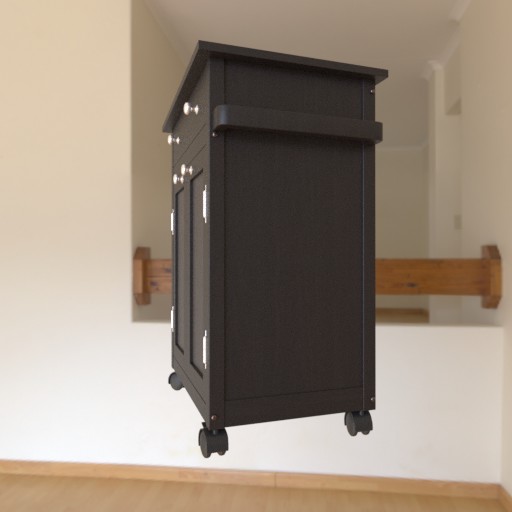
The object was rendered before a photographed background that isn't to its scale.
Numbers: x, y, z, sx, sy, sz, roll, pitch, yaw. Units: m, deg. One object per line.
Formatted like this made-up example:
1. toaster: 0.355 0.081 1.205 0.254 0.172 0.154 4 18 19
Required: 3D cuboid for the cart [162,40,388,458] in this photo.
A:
1. cart: 0.000 0.000 1.265 0.456 0.879 0.660 0 0 -19
